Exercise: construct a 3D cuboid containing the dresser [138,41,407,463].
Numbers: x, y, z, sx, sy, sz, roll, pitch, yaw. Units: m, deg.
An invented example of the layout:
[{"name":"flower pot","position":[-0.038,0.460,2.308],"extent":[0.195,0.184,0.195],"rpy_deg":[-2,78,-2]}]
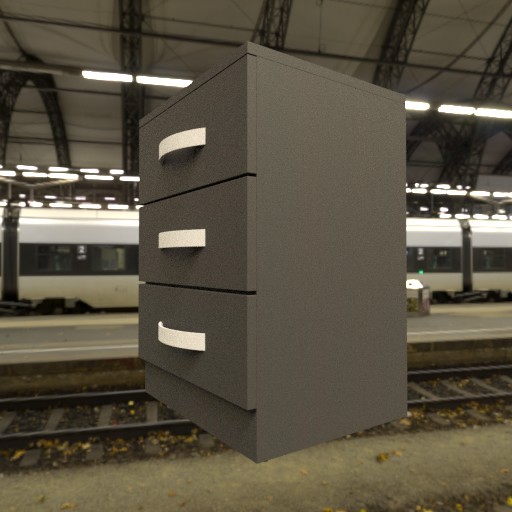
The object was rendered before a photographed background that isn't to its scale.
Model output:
[{"name":"dresser","position":[0.000,0.000,0.832],"extent":[0.360,0.560,0.400],"rpy_deg":[1,-1,-35]}]
